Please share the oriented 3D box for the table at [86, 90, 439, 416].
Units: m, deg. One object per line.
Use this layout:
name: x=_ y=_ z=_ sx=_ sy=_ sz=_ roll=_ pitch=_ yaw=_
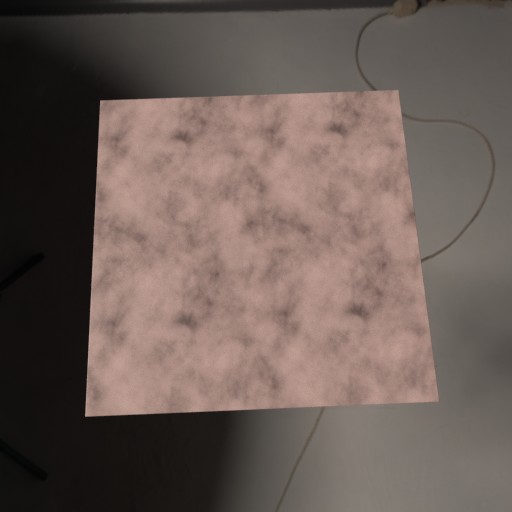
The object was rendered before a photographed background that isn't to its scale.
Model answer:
table: x=0.000 y=0.000 z=1.064 sx=0.670 sy=0.305 sz=0.670 roll=-2 pitch=76 yaw=-1
